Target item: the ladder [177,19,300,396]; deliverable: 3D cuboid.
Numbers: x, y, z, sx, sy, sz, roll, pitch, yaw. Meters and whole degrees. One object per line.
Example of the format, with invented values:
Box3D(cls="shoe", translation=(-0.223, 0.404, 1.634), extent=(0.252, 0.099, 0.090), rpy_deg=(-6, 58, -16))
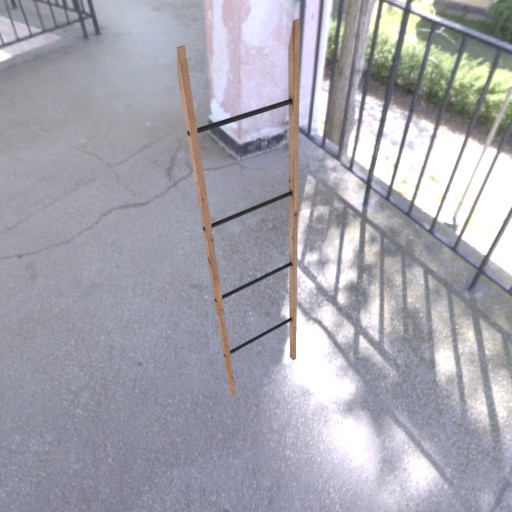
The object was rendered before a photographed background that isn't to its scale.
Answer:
Box3D(cls="ladder", translation=(0.000, 0.000, 1.943), extent=(0.442, 1.805, 0.200), rpy_deg=(-25, 51, -22))
